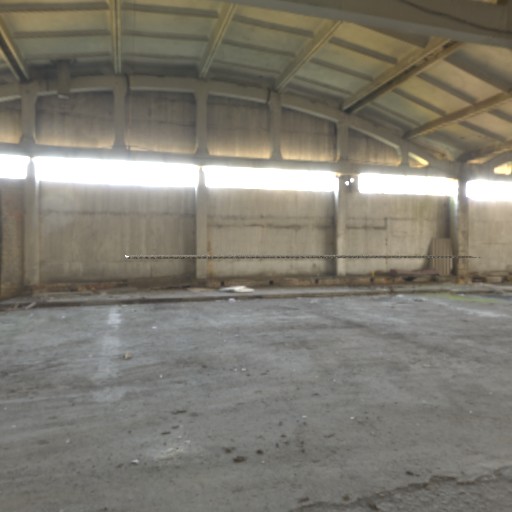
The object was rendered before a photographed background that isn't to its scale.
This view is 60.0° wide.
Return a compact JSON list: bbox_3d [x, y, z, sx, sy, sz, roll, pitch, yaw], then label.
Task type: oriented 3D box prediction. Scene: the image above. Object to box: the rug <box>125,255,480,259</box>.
[{"bbox_3d":[0.000,0.000,4.222,2.380,0.013,3.051,0,0,-17],"label":"rug"}]
